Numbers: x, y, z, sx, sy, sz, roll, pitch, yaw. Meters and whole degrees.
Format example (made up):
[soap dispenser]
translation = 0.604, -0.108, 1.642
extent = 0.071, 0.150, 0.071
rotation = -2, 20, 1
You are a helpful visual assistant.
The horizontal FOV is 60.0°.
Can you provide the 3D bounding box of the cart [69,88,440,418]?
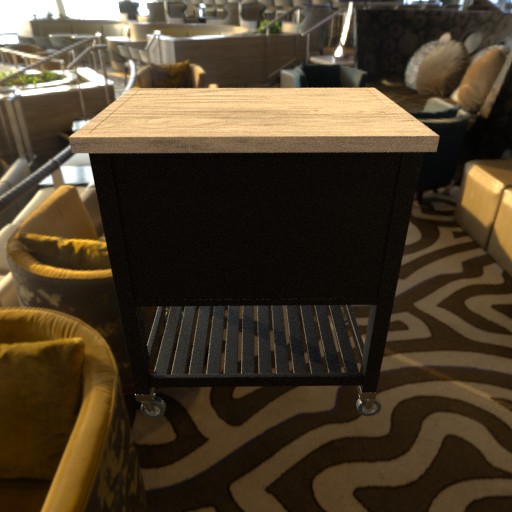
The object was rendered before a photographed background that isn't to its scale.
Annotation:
[cart]
translation = 0.000, 0.000, 1.416
extent = 0.797, 0.920, 0.567
rotation = 0, 31, -1
